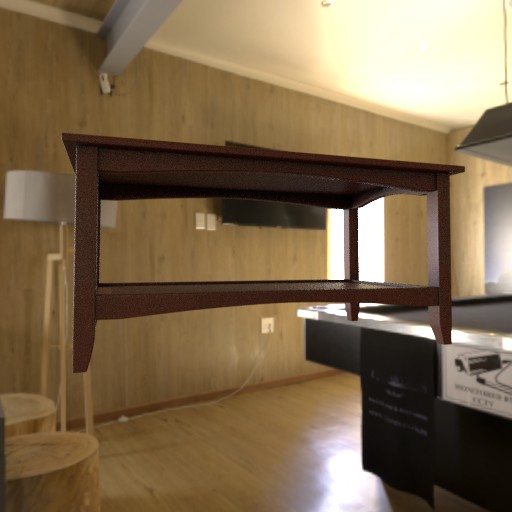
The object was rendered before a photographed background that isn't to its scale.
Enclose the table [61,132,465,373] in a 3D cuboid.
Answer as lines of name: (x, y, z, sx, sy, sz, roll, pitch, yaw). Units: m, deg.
table: (0.000, 0.000, 1.225, 0.943, 0.456, 0.533, 0, 0, -19)
